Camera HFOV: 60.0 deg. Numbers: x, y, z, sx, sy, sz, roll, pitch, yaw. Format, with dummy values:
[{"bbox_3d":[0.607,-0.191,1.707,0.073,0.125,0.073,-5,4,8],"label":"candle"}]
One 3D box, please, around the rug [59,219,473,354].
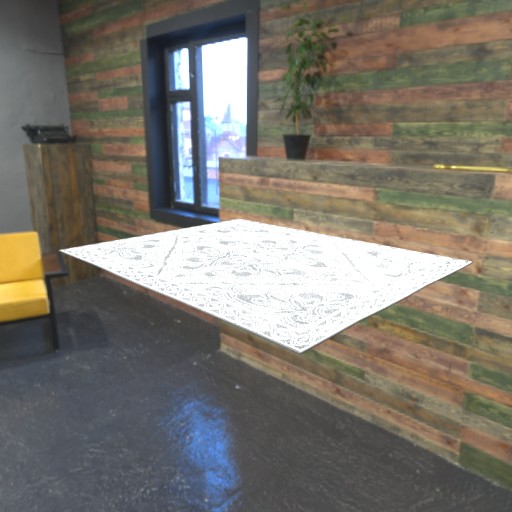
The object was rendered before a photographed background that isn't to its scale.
[{"bbox_3d":[0.000,0.000,4.118,2.438,0.012,3.048,-14,21,-43],"label":"rug"}]
